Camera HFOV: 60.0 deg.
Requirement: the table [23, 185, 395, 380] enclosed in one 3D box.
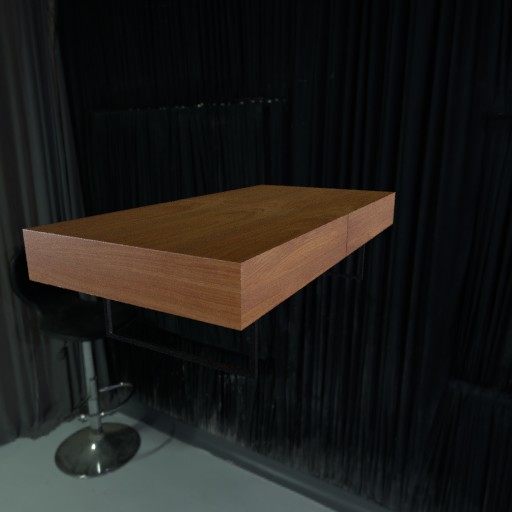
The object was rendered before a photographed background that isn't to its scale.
[{"bbox_3d":[0.000,0.000,1.461,0.610,0.330,1.194,8,17,28],"label":"table"}]
